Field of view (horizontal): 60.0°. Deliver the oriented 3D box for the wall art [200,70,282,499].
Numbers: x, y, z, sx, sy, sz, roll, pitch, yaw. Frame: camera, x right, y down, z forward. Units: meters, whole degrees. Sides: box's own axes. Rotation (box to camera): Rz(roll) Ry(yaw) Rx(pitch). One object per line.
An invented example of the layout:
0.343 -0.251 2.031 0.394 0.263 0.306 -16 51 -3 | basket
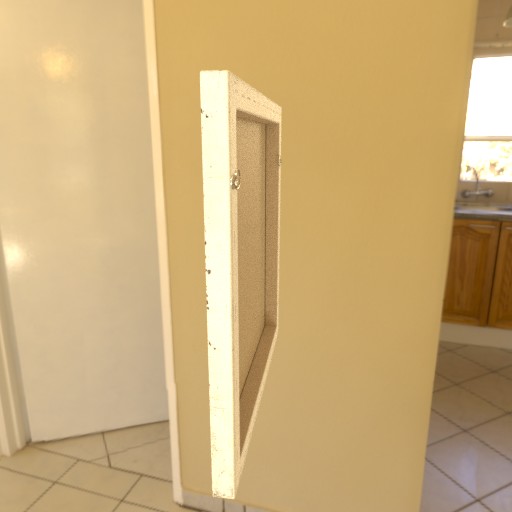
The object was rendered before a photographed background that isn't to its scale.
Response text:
0.000 0.000 0.890 0.040 0.611 0.610 2 15 9 | wall art
